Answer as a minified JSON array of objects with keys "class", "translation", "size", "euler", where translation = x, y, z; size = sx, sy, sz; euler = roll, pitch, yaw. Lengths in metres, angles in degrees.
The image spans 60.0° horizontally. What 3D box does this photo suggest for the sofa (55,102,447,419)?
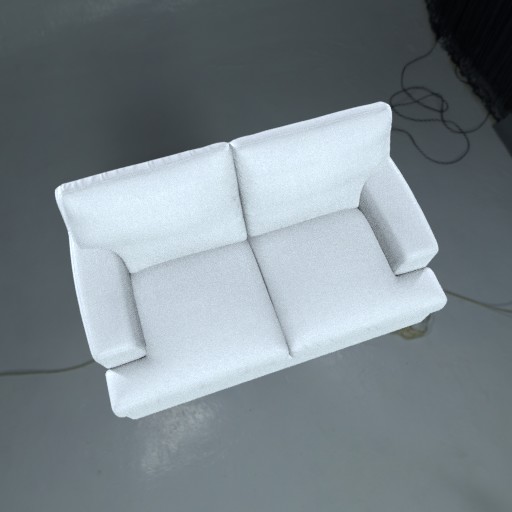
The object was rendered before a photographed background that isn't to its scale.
[{"class":"sofa","translation":[0.000,0.000,2.427],"size":[1.880,0.940,1.143],"euler":[-17,65,-8]}]
